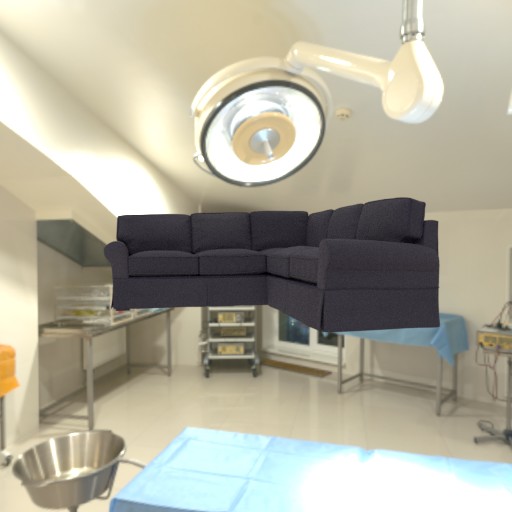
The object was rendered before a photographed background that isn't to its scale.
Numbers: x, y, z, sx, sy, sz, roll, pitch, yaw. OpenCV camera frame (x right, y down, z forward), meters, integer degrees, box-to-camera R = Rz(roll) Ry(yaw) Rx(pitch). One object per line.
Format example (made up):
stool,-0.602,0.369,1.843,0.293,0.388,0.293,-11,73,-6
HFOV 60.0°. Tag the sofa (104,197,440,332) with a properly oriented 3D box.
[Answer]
sofa,0.000,0.000,5.071,3.773,1.169,2.874,0,1,18
